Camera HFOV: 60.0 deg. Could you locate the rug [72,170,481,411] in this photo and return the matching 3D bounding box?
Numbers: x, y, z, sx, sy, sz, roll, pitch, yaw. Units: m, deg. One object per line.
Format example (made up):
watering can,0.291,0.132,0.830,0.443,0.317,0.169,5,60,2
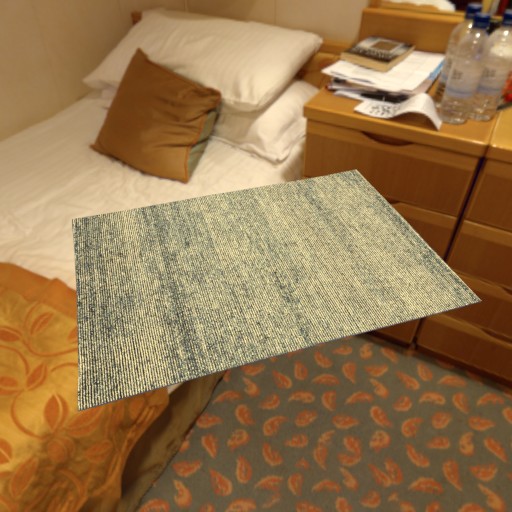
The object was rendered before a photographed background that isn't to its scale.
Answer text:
rug,0.000,0.000,2.976,2.349,0.030,1.624,-12,43,-13
